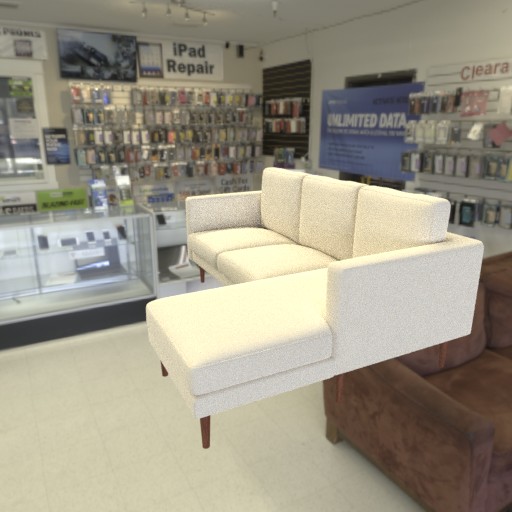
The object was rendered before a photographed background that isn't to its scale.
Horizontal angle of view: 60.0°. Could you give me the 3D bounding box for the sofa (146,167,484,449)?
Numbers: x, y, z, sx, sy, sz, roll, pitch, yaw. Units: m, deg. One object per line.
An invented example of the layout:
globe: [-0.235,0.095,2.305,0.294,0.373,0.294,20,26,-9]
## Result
sofa: [0.000,0.000,2.802,1.580,0.899,2.029,-9,19,-26]
